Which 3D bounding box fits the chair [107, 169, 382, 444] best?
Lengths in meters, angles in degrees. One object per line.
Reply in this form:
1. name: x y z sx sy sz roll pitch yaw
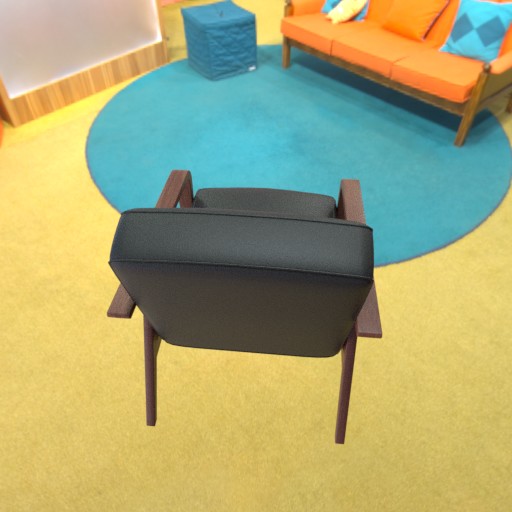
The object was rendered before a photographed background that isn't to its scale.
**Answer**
1. chair: 0.000 0.000 1.527 0.719 0.861 0.889 4 46 4
